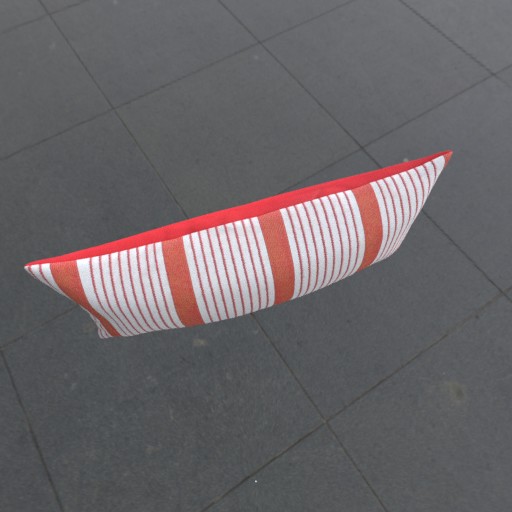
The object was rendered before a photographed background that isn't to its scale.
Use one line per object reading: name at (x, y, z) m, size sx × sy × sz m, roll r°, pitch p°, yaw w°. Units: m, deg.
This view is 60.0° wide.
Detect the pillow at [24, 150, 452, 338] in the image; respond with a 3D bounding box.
pillow at (0.000, 0.000, 0.726) m, size 0.608 × 0.297 × 0.151 m, roll -16°, pitch 64°, yaw -8°
